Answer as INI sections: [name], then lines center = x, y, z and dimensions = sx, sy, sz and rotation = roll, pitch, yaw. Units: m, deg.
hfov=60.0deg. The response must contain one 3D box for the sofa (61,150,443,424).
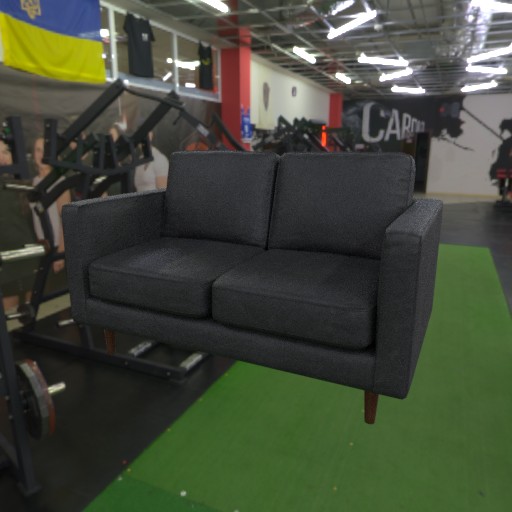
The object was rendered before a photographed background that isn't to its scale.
[sofa]
center = 0.000, 0.000, 1.950
dimensions = 1.430, 0.899, 0.879
rotation = 7, 16, 25
